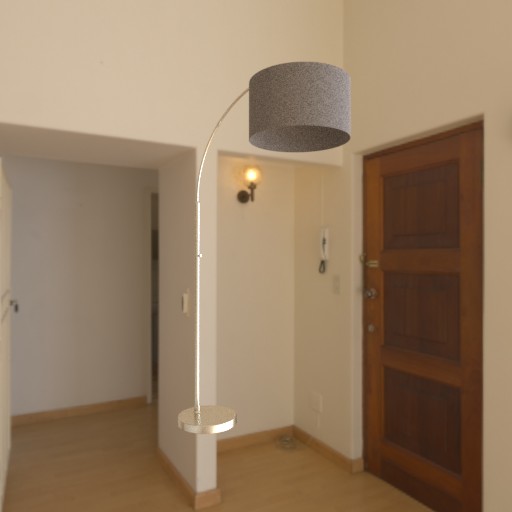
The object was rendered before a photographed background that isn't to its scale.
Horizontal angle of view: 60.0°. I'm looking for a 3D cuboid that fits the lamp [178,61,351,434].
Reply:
[{"bbox_3d":[0.000,0.000,2.131,0.934,1.735,0.452,0,0,36],"label":"lamp"}]
